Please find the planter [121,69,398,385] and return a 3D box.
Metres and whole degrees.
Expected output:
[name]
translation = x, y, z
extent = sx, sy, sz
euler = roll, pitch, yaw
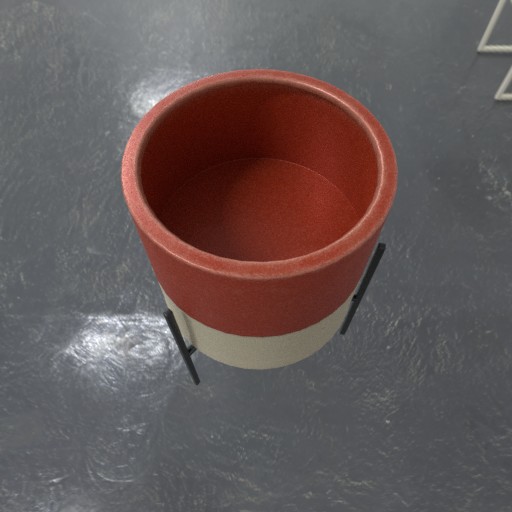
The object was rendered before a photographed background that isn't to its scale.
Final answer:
[planter]
translation = 0.000, 0.000, 0.530
extent = 0.235, 0.354, 0.251
euler = -17, 61, -10
